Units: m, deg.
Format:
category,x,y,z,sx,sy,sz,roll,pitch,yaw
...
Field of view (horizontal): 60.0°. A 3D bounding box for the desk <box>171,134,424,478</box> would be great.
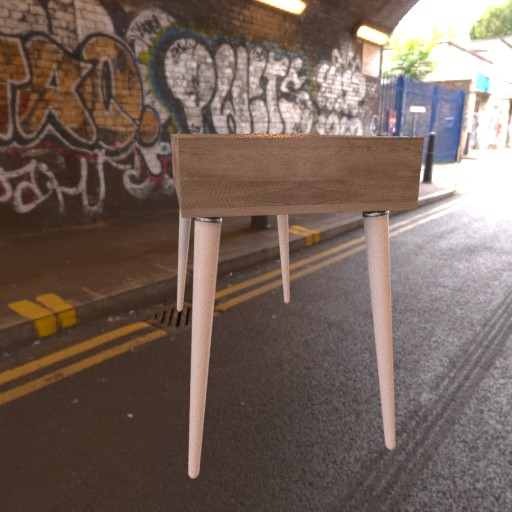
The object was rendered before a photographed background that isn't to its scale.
category,x,y,z,sx,sy,sz,roll,pitch,yaw
desk,0.000,0.000,1.373,0.491,0.723,0.979,-3,16,-11
